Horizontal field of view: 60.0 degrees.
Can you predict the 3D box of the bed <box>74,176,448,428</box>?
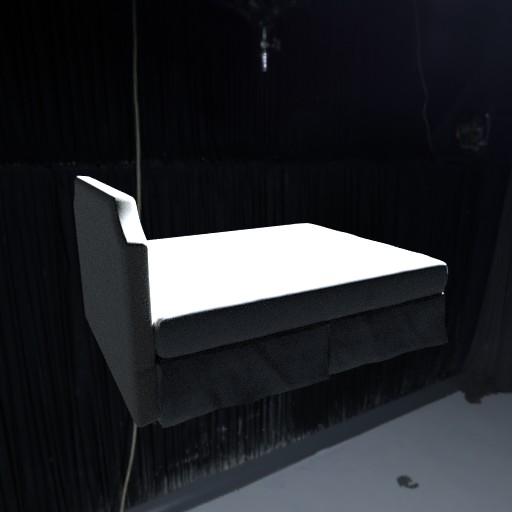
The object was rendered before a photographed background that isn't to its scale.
[{"bbox_3d":[0.000,0.000,3.626,2.498,1.293,1.977,-8,17,-28],"label":"bed"}]
